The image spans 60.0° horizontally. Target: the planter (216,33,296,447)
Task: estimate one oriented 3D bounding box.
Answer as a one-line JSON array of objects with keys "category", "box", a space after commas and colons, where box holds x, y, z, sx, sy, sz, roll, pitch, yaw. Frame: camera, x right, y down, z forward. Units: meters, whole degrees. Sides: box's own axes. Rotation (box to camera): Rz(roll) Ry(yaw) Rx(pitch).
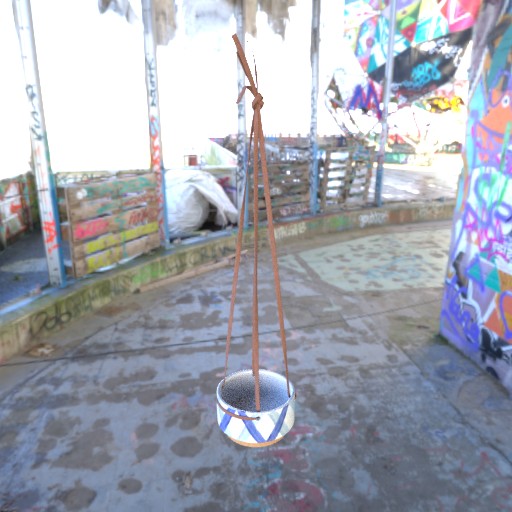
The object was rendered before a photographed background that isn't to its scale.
[{"category": "planter", "box": [0.000, 0.000, 0.838, 0.166, 0.751, 0.166, -3, 16, -9]}]
